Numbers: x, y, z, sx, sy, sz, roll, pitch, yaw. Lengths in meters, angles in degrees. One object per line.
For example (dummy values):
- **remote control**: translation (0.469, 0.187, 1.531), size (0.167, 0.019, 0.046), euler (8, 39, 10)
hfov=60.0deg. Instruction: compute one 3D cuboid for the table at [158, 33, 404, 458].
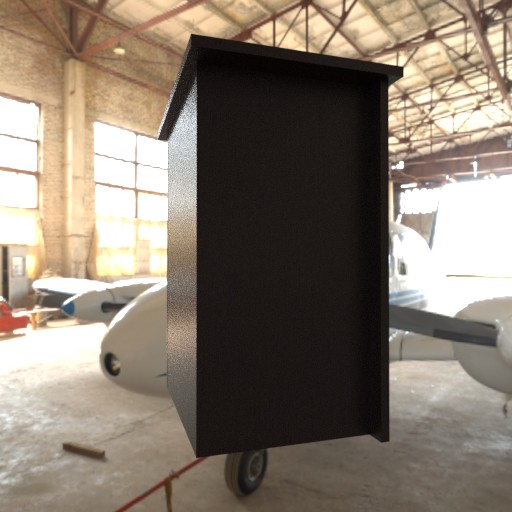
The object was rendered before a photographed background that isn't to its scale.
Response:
- **table**: translation (0.000, 0.000, 1.054), size (0.408, 0.711, 0.589), euler (0, -1, -18)
